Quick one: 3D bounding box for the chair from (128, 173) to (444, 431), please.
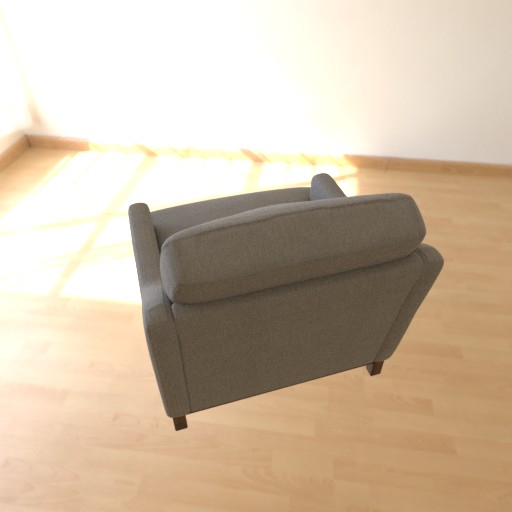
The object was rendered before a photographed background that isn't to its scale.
[{"bbox_3d":[0.000,0.000,1.570,0.826,0.821,0.892,-11,41,-13],"label":"chair"}]
